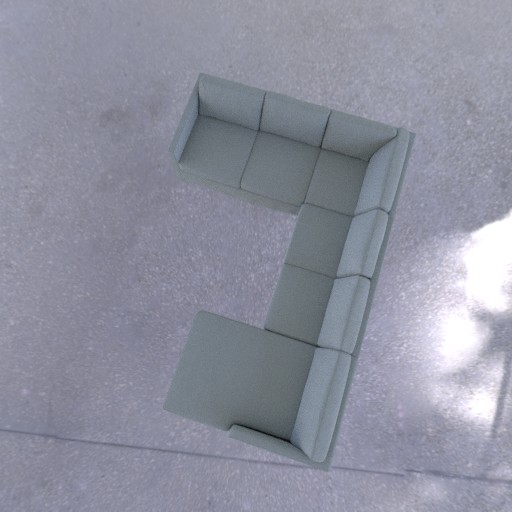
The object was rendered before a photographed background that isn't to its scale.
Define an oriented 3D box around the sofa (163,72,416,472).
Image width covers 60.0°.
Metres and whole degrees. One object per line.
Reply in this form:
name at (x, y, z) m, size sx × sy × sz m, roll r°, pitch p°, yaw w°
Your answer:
sofa at (0.000, 0.000, 4.551) m, size 2.427 × 0.882 × 3.460 m, roll 17°, pitch 75°, yaw 5°
